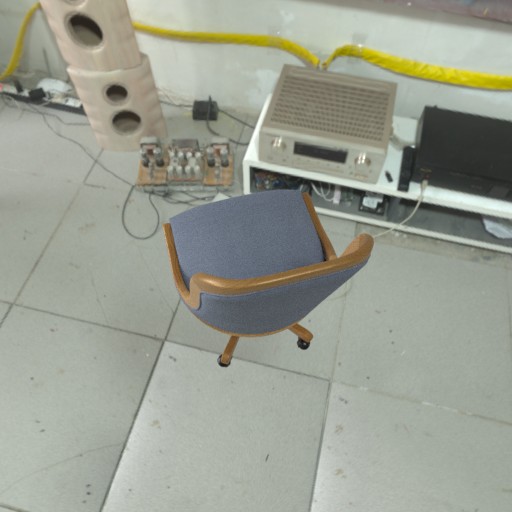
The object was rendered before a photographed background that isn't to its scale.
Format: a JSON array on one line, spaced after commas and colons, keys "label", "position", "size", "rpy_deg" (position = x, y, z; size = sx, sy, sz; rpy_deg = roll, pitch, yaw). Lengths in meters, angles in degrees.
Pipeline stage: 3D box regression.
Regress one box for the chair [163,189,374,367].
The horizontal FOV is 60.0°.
[{"label": "chair", "position": [0.000, 0.000, 1.514], "size": [0.605, 1.031, 0.735], "rpy_deg": [-13, 60, -8]}]
